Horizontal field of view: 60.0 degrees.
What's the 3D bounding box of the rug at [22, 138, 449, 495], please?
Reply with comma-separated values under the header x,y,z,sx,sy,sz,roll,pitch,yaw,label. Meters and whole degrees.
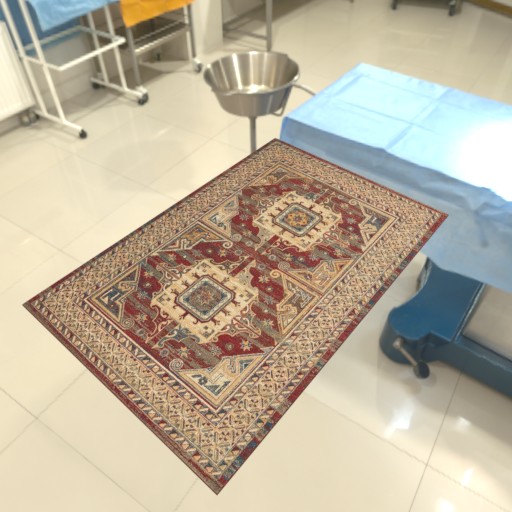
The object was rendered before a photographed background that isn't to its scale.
x,y,z,sx,sy,sz,roll,pitch,yaw,label
0.000,0.000,5.529,3.033,0.033,4.578,31,54,27,rug
